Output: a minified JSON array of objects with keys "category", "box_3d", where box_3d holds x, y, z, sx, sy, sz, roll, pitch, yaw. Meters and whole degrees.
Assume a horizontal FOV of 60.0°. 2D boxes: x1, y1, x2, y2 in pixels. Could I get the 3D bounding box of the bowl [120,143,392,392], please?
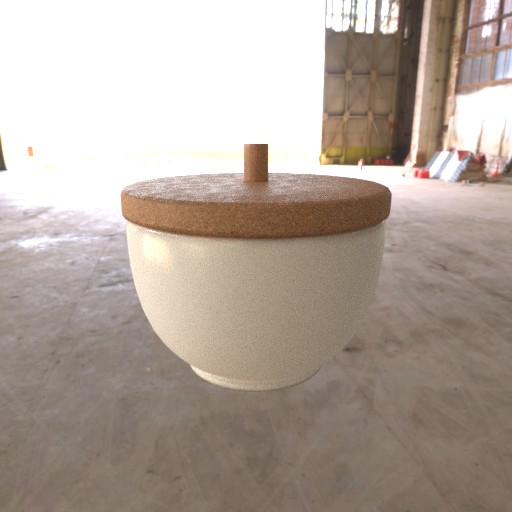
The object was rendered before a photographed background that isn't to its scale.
[{"category":"bowl","box_3d":[0.000,0.000,0.224,0.126,0.110,0.126,0,16,0]}]
